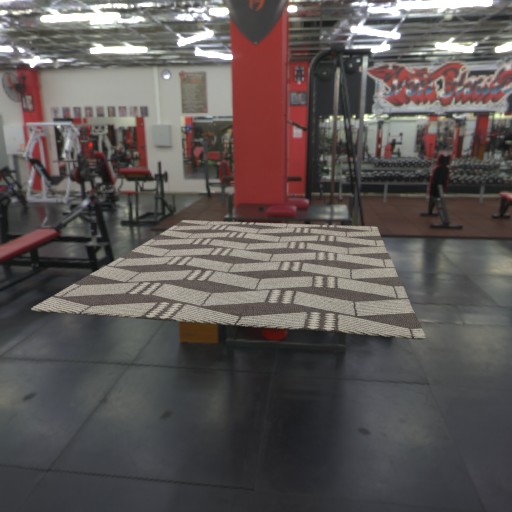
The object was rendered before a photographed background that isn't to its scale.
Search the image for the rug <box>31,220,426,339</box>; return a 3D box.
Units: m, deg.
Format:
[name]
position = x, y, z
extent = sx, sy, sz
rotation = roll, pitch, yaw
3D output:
[rug]
position = 0.000, 0.000, 4.091
extent = 2.438, 0.016, 3.048
rotation = 3, 16, 9
